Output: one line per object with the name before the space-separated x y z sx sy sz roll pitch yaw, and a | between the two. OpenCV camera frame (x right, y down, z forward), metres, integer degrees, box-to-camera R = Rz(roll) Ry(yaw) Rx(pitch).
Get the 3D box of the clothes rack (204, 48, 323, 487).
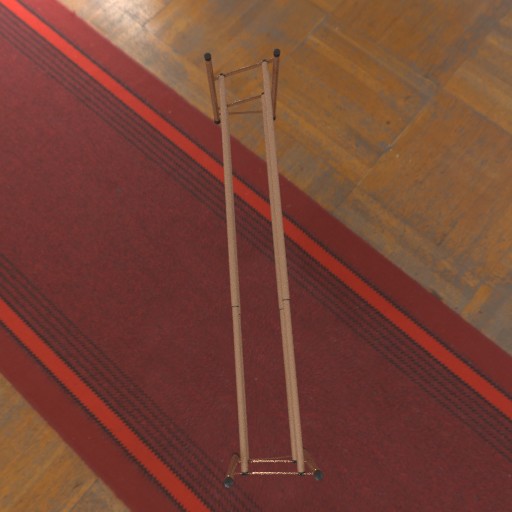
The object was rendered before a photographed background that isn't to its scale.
clothes rack | 0.000 0.000 1.320 0.229 0.349 1.168 -4 75 -1
